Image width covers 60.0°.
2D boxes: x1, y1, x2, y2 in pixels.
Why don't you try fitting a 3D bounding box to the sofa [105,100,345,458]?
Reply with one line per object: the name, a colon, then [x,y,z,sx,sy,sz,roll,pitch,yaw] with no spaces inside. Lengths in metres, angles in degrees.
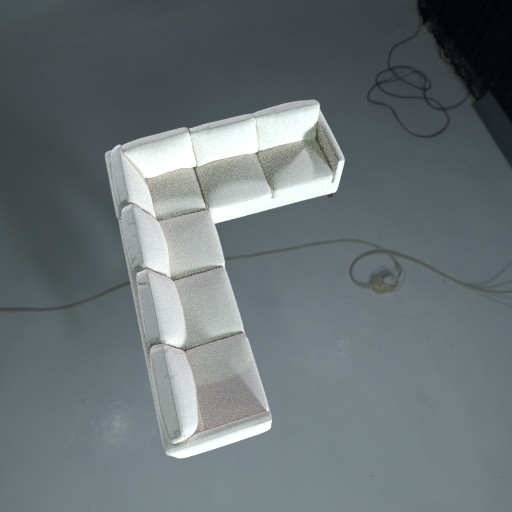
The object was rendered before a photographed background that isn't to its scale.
sofa: [0.000,0.000,4.644,2.593,0.947,3.302,-15,64,-8]
